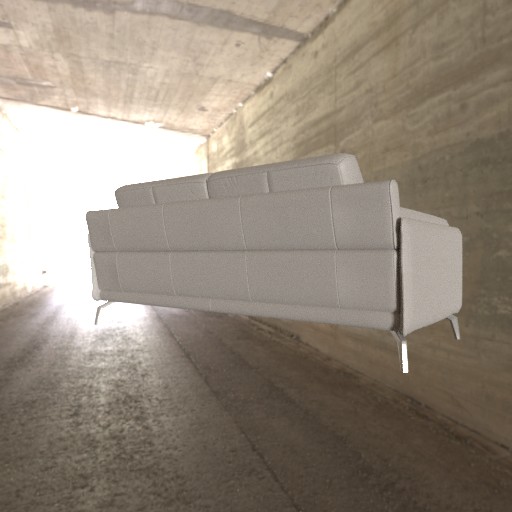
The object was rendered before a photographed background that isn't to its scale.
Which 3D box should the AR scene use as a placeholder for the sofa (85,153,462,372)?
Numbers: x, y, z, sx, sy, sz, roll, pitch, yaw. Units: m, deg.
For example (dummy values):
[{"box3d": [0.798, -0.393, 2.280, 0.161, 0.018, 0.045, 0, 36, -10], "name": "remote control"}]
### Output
[{"box3d": [0.000, 0.000, 2.629, 2.101, 0.930, 1.049, 0, 0, 36], "name": "sofa"}]
